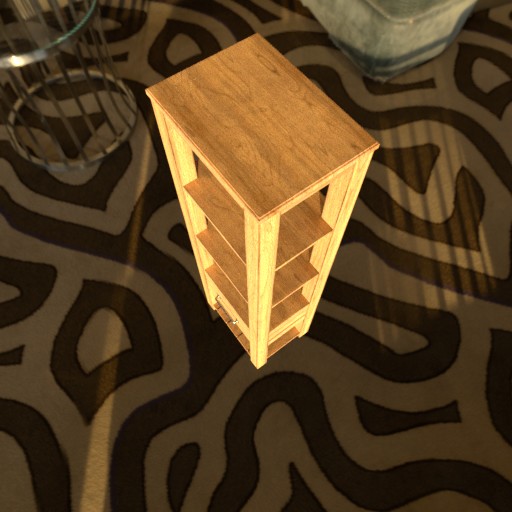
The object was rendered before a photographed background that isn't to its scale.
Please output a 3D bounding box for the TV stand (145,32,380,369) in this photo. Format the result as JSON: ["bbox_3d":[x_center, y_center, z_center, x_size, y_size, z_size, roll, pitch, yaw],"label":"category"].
[{"bbox_3d":[0.000,0.000,2.086,0.435,1.828,0.565,-34,69,-15],"label":"TV stand"}]
